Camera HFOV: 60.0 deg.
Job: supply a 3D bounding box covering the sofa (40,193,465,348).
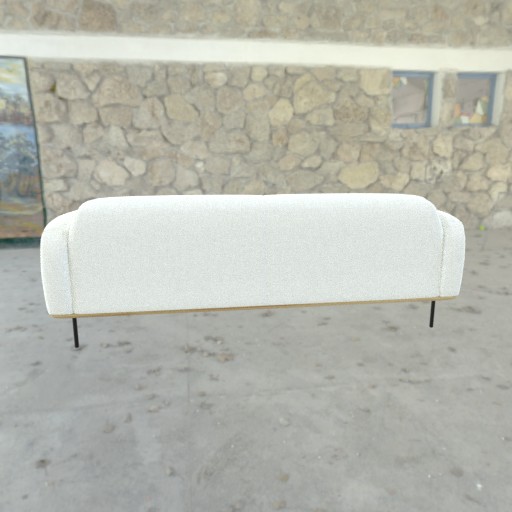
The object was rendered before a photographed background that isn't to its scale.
[{"bbox_3d":[0.000,0.000,2.669,2.280,0.780,0.870,-2,12,-8],"label":"sofa"}]
